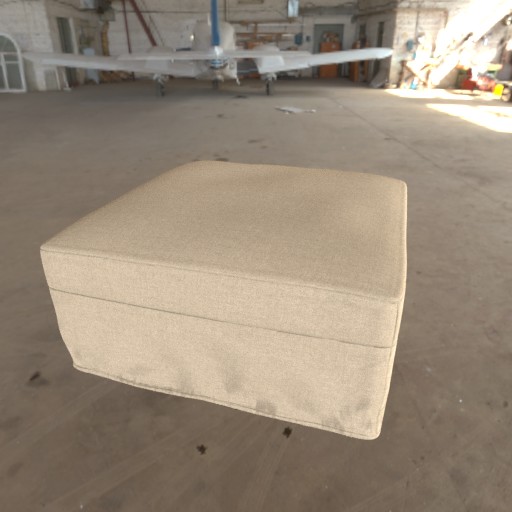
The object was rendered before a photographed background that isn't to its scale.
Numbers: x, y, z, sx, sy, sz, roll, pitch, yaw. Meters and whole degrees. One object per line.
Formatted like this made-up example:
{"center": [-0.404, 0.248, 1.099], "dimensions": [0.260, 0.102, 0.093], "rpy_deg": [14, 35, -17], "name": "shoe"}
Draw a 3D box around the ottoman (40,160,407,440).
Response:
{"center": [0.000, 0.000, 1.343], "dimensions": [0.840, 0.436, 0.843], "rpy_deg": [8, 27, 15], "name": "ottoman"}
